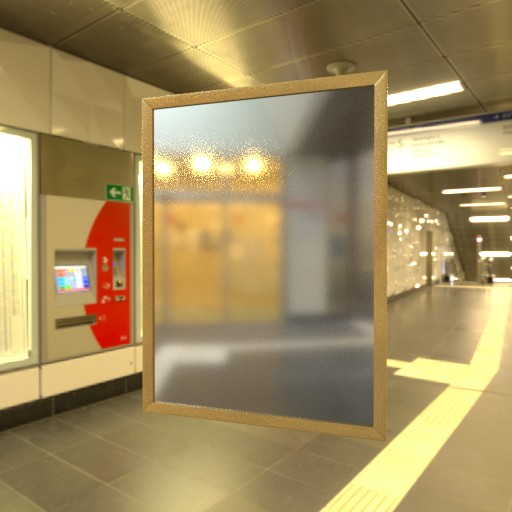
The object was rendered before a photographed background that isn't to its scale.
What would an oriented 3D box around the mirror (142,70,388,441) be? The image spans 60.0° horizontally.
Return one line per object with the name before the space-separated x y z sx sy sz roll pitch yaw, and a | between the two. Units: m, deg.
mirror | 0.000 0.000 1.344 0.762 1.016 0.040 0 1 17
